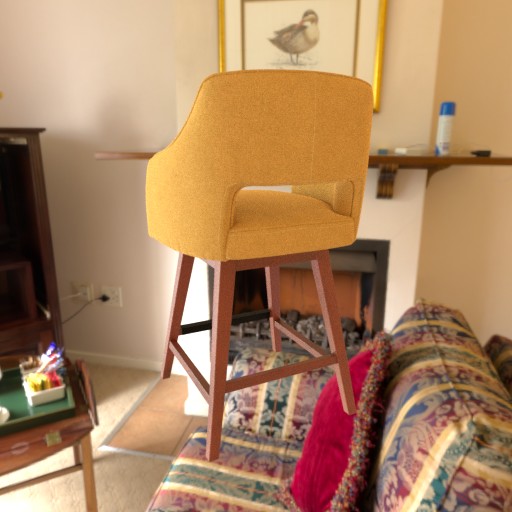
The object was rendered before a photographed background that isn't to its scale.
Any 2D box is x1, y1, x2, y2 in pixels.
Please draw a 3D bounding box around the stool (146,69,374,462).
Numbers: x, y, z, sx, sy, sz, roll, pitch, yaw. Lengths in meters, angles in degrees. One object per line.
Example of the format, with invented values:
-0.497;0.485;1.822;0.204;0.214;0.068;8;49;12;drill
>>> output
0.000;0.000;1.270;0.548;0.924;0.558;-7;16;-26;stool
